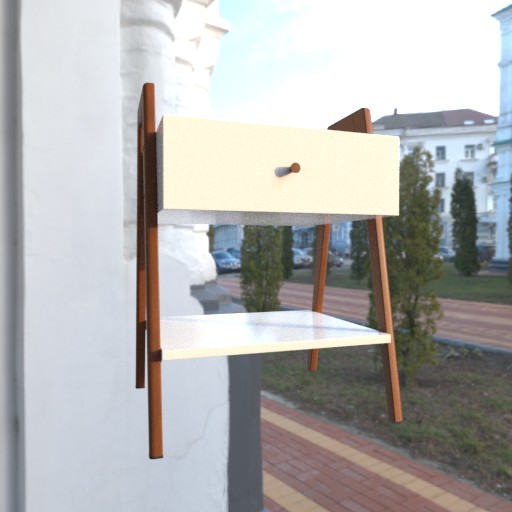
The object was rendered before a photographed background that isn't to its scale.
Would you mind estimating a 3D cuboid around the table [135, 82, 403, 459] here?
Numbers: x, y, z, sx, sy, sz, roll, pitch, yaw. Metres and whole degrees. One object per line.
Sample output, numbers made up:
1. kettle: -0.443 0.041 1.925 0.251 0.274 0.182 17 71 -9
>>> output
1. table: 0.000 0.000 0.905 0.457 0.610 0.405 0 1 -18
